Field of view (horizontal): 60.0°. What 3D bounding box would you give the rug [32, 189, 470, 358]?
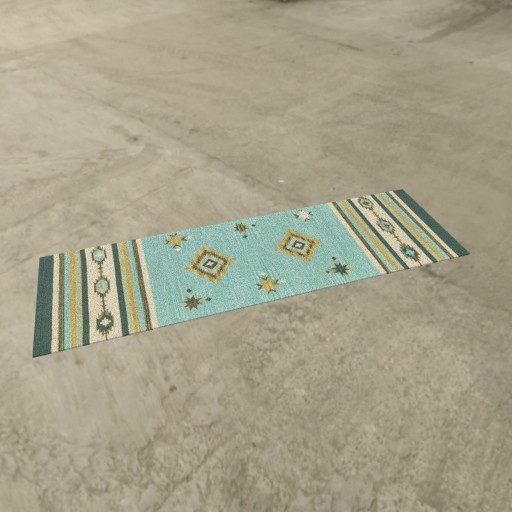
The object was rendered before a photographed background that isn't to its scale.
[{"bbox_3d":[0.000,0.000,2.628,2.441,0.010,0.744,-12,42,-13],"label":"rug"}]
